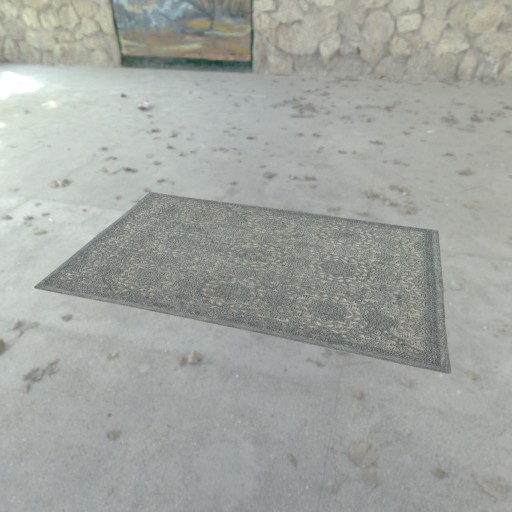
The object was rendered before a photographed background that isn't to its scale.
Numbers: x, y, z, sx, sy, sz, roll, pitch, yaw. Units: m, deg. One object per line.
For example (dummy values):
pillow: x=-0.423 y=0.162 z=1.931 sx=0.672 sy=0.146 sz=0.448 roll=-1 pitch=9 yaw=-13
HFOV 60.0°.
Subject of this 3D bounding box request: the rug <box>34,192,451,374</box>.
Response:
rug: x=0.000 y=0.000 z=3.129 sx=2.498 sy=0.022 sz=1.535 roll=9 pitch=34 yaw=14
